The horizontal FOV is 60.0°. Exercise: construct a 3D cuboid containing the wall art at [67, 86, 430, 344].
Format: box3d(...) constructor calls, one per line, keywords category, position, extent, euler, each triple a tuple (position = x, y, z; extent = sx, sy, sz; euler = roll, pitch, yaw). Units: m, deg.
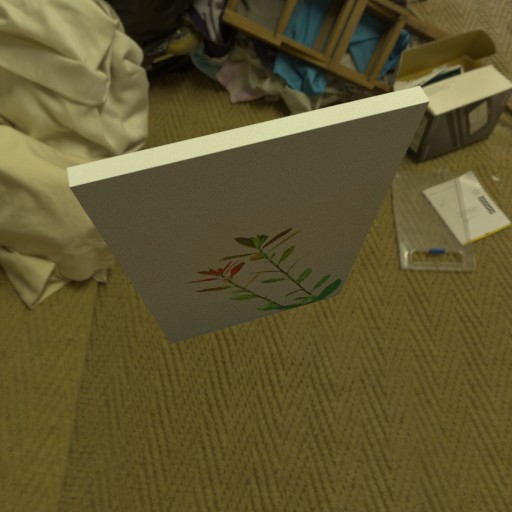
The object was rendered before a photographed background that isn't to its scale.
box3d(category="wall art", position=(0.000, 0.000, 1.139), extent=(0.612, 0.915, 0.039), euler=(-15, 65, -7))
